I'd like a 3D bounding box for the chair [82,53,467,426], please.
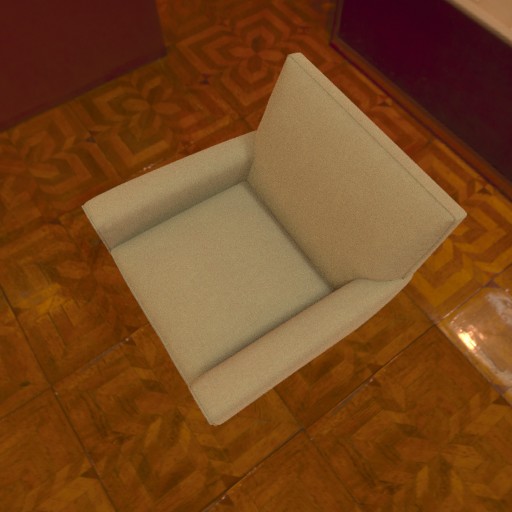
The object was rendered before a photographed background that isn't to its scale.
[{"bbox_3d":[0.000,0.000,1.593,0.871,0.846,0.840,-31,68,-14],"label":"chair"}]
